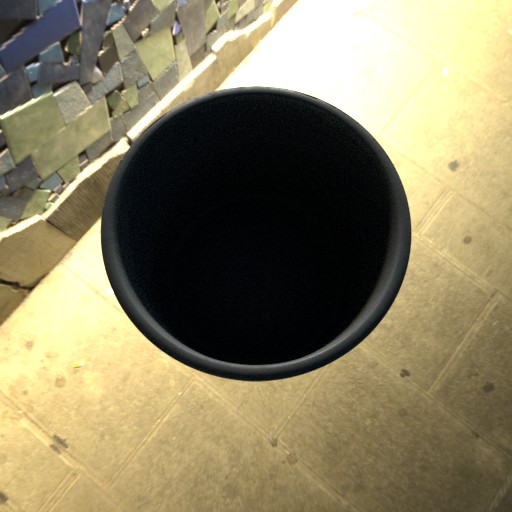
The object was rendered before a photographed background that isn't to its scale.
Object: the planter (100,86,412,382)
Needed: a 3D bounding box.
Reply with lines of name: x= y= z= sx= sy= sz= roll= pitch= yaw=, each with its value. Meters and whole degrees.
planter: x=0.000 y=0.000 z=0.411 sx=0.226 sy=0.201 sz=0.226 roll=0 pitch=75 yaw=0
